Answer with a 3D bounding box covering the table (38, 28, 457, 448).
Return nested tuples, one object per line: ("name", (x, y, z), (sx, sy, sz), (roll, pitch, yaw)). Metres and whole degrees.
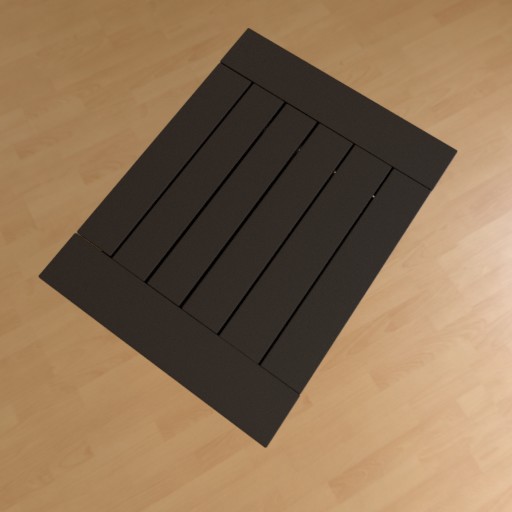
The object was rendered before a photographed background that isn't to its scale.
("table", (0.000, 0.000, 1.051), (0.460, 0.604, 0.602), (34, 78, 8))
